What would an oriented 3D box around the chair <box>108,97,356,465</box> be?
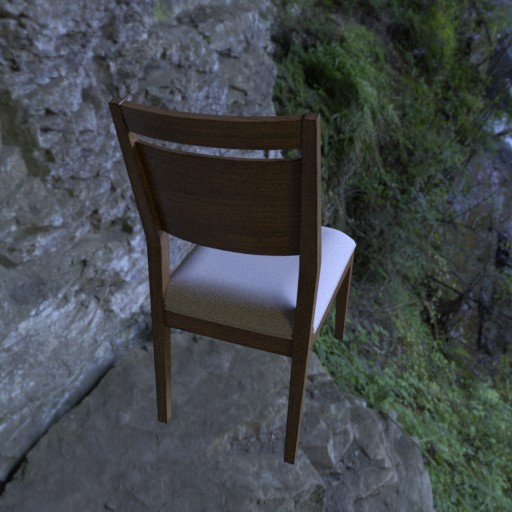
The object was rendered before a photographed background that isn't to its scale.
[{"bbox_3d":[0.000,0.000,1.277,0.497,0.939,0.610,10,32,17],"label":"chair"}]
